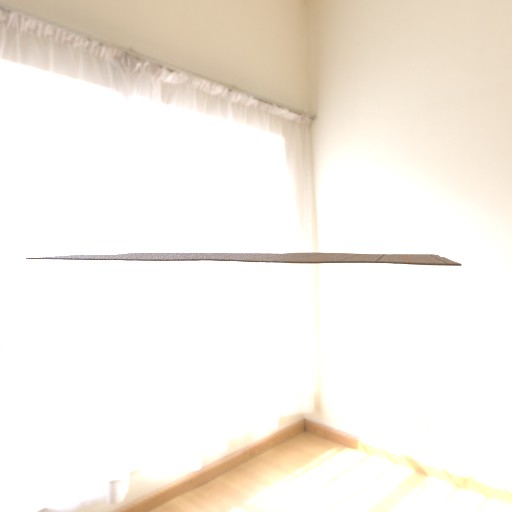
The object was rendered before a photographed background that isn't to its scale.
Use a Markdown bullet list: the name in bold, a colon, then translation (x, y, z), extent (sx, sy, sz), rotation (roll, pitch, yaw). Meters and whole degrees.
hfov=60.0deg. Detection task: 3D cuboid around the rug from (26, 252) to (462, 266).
- **rug**: translation (0.000, 0.000, 2.332), extent (1.829, 0.013, 1.220), rotation (1, 2, 18)
